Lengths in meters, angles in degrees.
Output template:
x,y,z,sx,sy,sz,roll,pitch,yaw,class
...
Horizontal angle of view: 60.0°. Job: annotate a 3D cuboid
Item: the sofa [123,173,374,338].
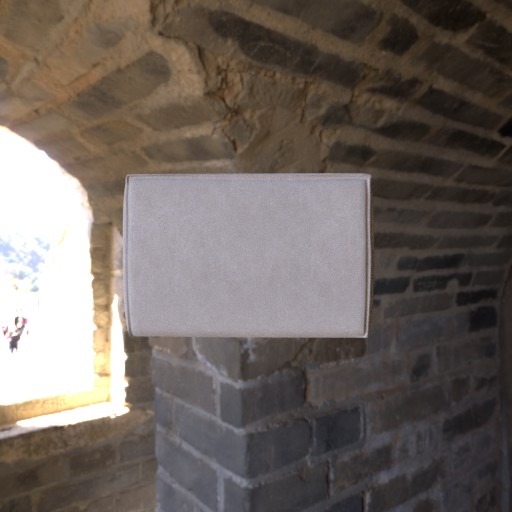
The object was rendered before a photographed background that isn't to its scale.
x,y,z,sx,sy,sz,roll,pitch,yaw,class
0.000,0.000,3.049,1.038,0.680,2.697,0,1,2,sofa
